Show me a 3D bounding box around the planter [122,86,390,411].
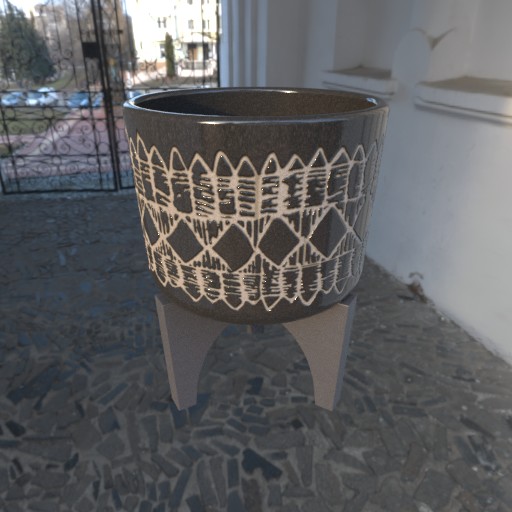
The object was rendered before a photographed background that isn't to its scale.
[{"bbox_3d":[0.000,0.000,0.391,0.196,0.264,0.196,0,26,0],"label":"planter"}]
